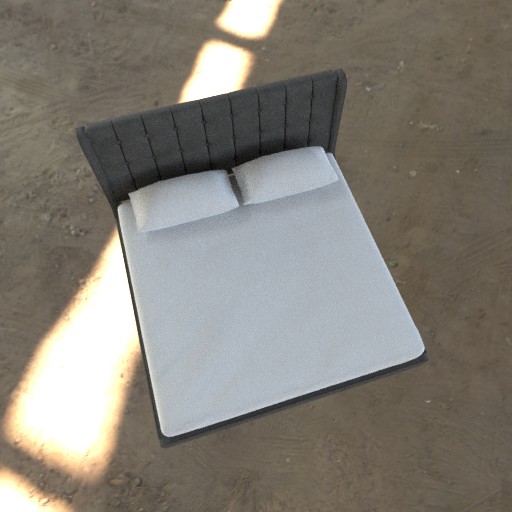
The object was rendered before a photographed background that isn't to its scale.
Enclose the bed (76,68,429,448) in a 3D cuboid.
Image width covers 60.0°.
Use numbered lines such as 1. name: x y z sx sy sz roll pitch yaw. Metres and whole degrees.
1. bed: 0.000 0.000 2.546 1.531 0.933 1.638 -15 65 -7
